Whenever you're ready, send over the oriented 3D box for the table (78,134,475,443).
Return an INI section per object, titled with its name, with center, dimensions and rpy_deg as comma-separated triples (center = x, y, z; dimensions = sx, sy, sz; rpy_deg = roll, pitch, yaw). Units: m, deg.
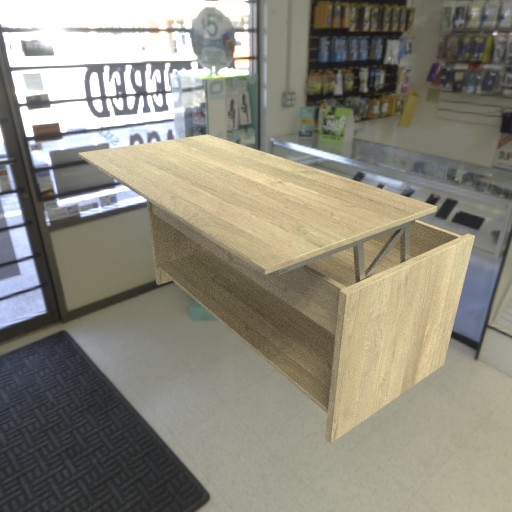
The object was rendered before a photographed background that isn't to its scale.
[table]
center = 0.000, 0.000, 1.416
dimensions = 0.712, 0.570, 1.000
rpy_deg = -19, 32, -32
